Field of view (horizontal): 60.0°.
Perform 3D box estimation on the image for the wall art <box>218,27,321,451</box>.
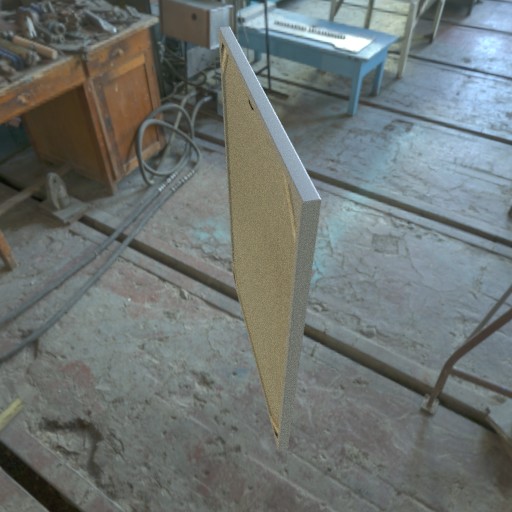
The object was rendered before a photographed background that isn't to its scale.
[{"bbox_3d":[0.000,0.000,1.561,0.038,1.212,0.914,-9,47,-9],"label":"wall art"}]
